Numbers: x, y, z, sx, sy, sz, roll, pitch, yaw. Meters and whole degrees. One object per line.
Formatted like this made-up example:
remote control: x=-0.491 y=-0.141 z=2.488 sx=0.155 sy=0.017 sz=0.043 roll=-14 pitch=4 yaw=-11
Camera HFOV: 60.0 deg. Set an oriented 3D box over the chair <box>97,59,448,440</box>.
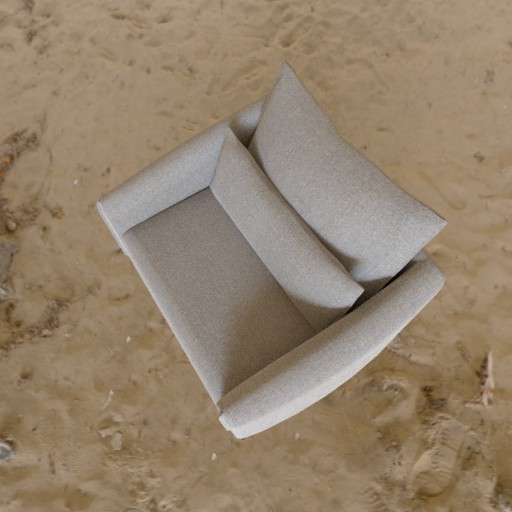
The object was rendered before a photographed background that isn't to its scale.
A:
chair: x=0.000 y=0.000 z=1.609 sx=0.801 sy=0.856 sz=1.029 roll=-30 pitch=67 yaw=-14
